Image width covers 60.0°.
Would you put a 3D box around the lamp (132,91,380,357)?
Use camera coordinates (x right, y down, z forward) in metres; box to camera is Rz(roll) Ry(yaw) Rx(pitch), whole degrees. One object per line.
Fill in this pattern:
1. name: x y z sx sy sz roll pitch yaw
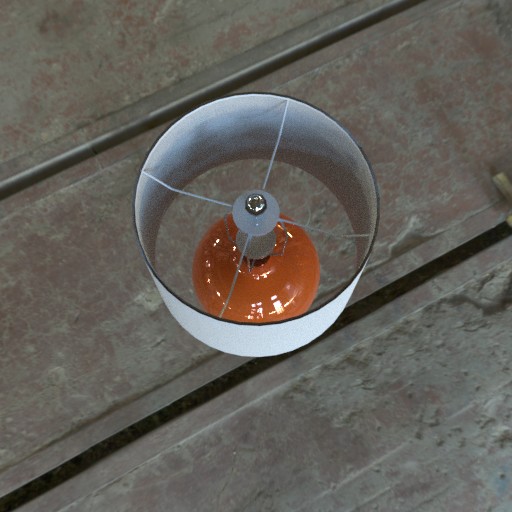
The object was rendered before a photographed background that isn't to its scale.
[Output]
1. lamp: 0.000 0.000 0.554 0.247 0.387 0.247 0 76 0
